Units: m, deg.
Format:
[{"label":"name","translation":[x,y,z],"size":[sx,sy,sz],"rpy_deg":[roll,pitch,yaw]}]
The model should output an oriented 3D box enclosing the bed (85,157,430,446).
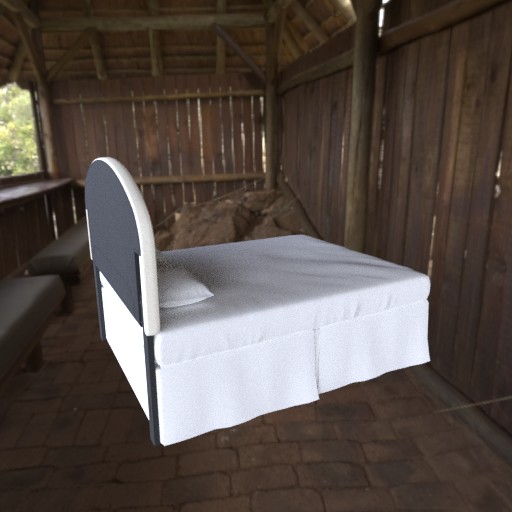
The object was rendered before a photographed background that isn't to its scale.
[{"label":"bed","translation":[0.000,0.000,3.141],"size":[2.005,1.410,1.607],"rpy_deg":[-8,17,-28]}]
